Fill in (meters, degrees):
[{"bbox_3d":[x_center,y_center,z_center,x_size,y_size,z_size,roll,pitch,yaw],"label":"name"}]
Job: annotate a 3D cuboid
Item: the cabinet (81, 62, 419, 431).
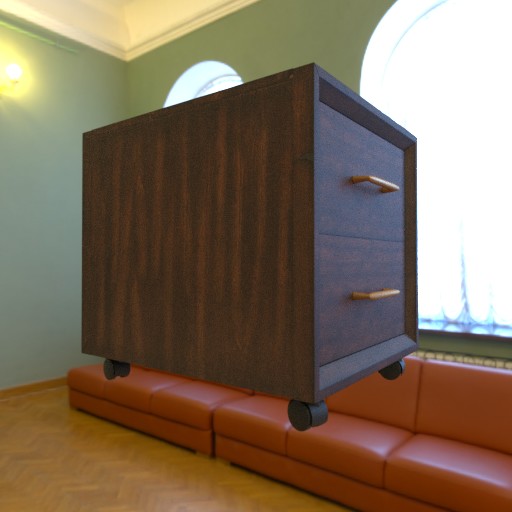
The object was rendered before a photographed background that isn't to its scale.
[{"bbox_3d":[0.000,0.000,0.826,0.500,0.455,0.402,0,-1,37],"label":"cabinet"}]
